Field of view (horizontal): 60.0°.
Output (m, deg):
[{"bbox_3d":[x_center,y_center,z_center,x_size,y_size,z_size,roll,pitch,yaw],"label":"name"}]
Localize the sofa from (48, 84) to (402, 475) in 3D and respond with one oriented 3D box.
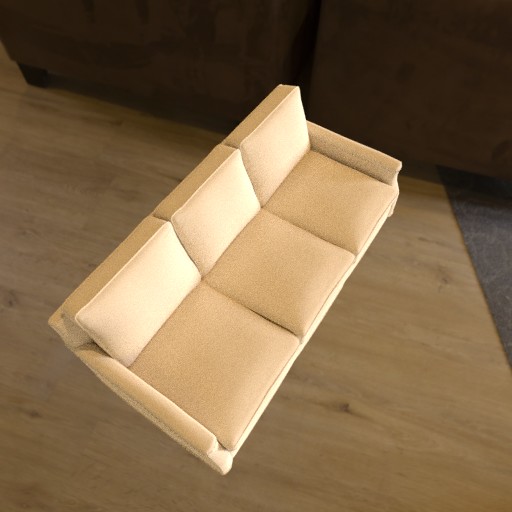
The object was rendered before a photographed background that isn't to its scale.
[{"bbox_3d":[0.000,0.000,2.805,1.084,1.003,2.246,30,63,17],"label":"sofa"}]
